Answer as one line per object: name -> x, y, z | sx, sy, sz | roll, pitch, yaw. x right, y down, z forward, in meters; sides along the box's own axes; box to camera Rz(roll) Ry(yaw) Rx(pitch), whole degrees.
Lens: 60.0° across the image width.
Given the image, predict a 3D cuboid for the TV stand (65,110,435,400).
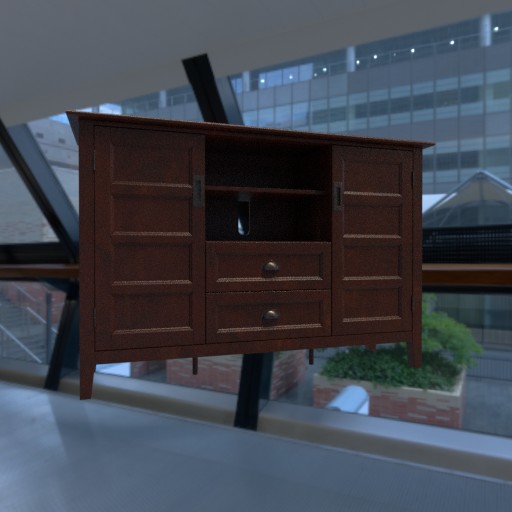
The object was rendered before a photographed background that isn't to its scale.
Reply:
TV stand -> 0.000, 0.000, 1.789 | 1.372, 0.915, 0.445 | 0, 1, -18
